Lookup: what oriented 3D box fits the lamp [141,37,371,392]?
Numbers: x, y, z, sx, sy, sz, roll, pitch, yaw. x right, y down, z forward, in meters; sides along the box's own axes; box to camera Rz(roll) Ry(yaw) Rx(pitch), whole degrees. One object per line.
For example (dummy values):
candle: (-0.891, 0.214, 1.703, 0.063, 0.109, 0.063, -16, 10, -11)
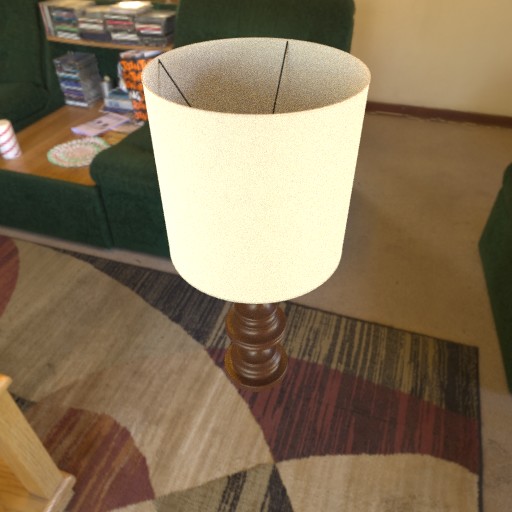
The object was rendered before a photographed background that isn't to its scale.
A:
lamp: (0.000, 0.000, 0.558, 0.208, 0.455, 0.208, 0, 41, 0)
